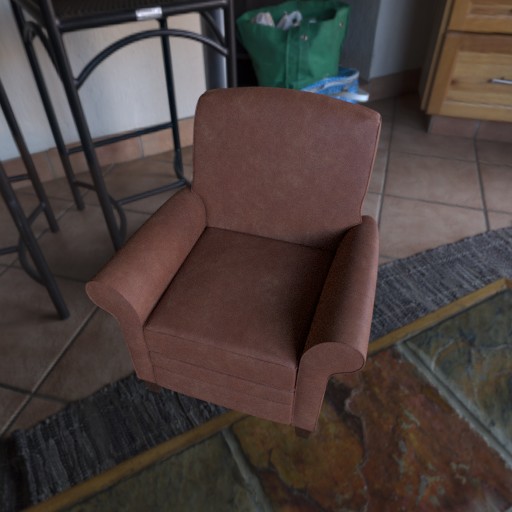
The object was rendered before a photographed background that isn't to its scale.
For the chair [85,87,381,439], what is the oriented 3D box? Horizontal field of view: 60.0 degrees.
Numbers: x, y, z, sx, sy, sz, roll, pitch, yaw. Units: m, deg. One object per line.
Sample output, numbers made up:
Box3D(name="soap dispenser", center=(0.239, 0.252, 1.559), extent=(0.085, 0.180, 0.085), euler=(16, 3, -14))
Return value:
Box3D(name="chair", center=(0.000, 0.000, 1.795), extent=(0.978, 1.061, 0.902), euler=(12, 42, 14))
